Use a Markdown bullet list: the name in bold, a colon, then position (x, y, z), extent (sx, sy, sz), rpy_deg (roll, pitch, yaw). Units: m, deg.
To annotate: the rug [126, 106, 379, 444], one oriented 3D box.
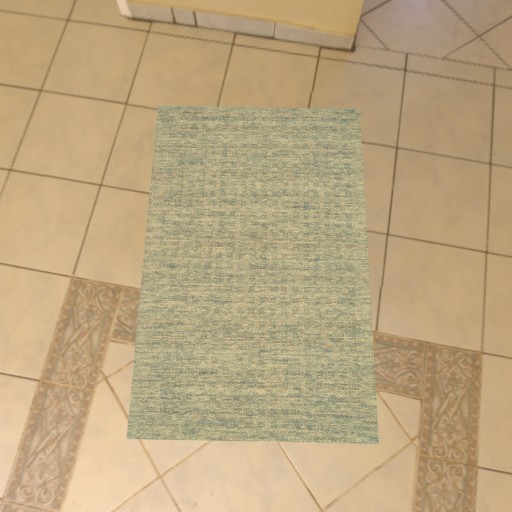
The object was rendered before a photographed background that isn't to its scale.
- **rug**: position (0.000, 0.000, 2.257), extent (1.142, 0.006, 1.752), rpy_deg (1, 73, 0)
